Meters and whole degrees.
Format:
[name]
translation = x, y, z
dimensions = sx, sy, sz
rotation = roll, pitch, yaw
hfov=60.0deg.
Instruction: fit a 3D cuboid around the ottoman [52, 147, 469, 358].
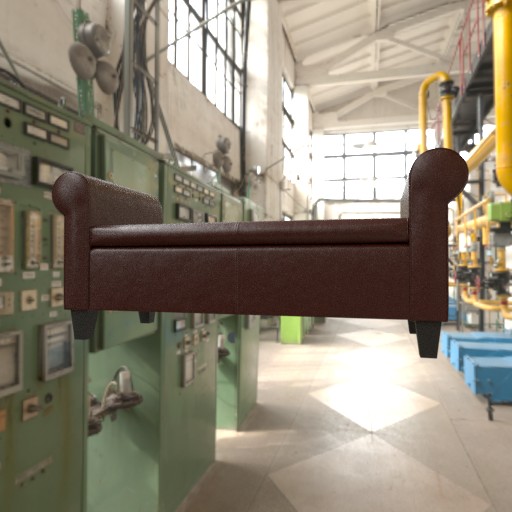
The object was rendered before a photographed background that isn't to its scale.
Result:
[ottoman]
translation = 0.000, 0.000, 1.524
dimensions = 1.256, 0.547, 0.521
rotation = 0, -1, 16
